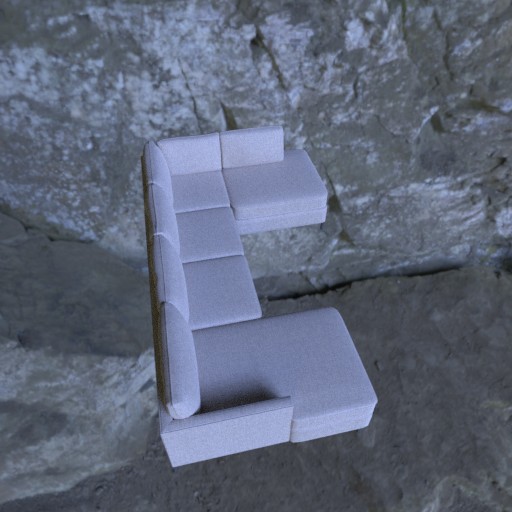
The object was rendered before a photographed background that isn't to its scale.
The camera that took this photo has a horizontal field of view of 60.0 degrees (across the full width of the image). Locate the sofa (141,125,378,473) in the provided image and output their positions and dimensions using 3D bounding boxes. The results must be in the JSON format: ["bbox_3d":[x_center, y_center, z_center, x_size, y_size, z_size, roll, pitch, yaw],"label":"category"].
[{"bbox_3d":[0.000,0.000,4.339,2.021,0.996,3.423,-9,46,-9],"label":"sofa"}]
